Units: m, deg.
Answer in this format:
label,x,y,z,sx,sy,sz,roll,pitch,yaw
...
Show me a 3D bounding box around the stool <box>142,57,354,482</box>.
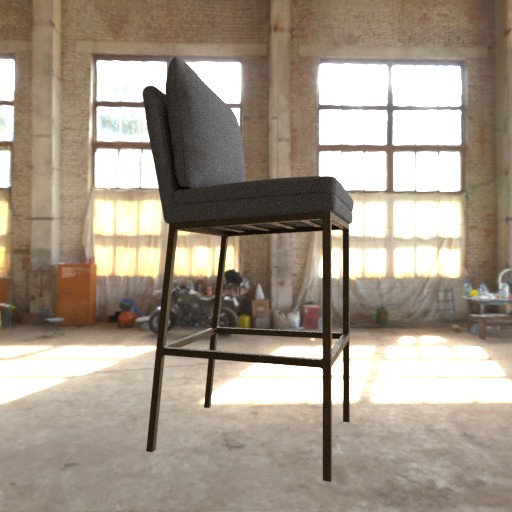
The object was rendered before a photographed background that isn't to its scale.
label,x,y,z,sx,sy,sz,roll,pitch,yaw
stool,0.000,0.000,1.404,0.569,1.132,0.463,0,0,18
